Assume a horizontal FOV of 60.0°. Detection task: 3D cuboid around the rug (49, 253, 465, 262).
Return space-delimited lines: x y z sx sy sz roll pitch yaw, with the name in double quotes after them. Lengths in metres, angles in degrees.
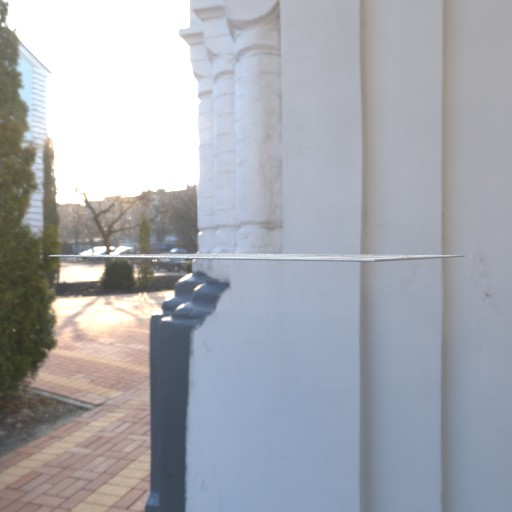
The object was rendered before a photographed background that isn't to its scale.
0.000 0.000 2.792 2.142 0.010 1.533 1 1 36 "rug"
